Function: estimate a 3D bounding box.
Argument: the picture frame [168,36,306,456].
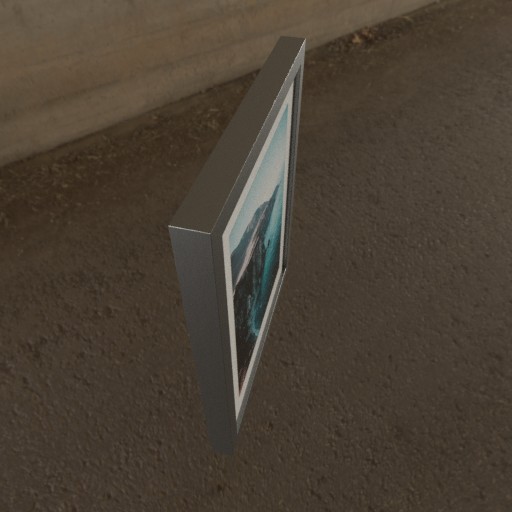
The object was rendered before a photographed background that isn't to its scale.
[{"bbox_3d":[0.000,0.000,1.338,0.073,0.968,0.839,11,47,10],"label":"picture frame"}]
